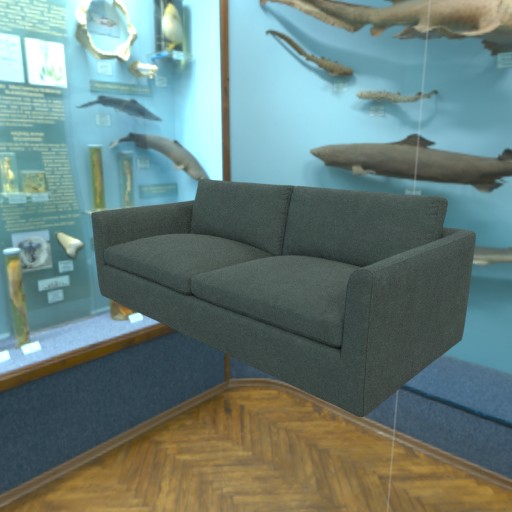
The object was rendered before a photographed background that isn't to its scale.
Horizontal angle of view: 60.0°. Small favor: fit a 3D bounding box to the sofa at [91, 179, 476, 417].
[{"bbox_3d":[0.000,0.000,2.791,2.257,0.838,1.092,13,19,43],"label":"sofa"}]
